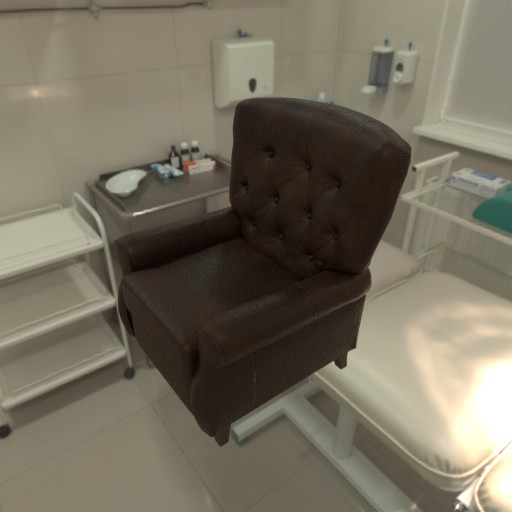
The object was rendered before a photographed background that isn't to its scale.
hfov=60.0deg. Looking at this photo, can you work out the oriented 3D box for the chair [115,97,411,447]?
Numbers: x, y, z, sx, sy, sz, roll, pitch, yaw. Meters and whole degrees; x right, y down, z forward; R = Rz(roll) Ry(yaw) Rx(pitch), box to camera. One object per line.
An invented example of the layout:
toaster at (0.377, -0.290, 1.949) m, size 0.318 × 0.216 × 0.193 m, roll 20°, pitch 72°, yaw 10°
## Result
chair at (0.000, 0.000, 1.928) m, size 1.058 × 1.158 × 0.948 m, roll -22°, pitch 38°, yaw -31°
